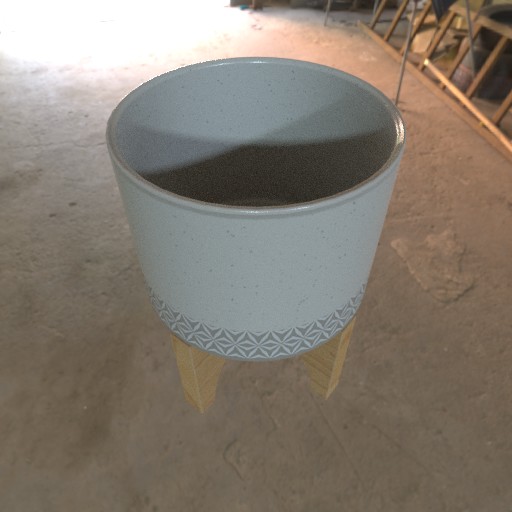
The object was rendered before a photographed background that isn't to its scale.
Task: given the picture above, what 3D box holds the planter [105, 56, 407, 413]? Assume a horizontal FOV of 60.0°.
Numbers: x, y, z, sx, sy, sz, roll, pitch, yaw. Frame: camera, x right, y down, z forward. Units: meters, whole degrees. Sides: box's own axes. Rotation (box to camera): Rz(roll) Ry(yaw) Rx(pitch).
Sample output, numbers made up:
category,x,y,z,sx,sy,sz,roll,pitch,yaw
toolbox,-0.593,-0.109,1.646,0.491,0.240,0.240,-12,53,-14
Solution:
category,x,y,z,sx,sy,sz,roll,pitch,yaw
planter,0.000,0.000,0.259,0.130,0.178,0.130,0,46,0
